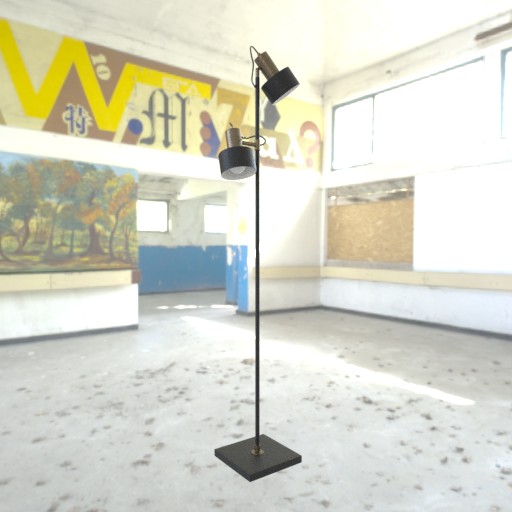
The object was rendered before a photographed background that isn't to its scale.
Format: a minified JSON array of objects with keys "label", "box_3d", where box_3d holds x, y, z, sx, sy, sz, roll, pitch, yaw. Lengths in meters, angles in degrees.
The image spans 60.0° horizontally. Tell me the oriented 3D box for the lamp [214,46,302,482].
[{"label":"lamp","box_3d":[0.000,0.000,1.620,0.315,1.505,0.233,-1,2,-36]}]
